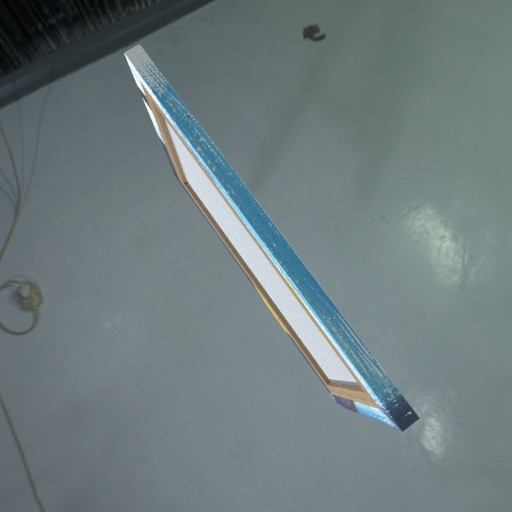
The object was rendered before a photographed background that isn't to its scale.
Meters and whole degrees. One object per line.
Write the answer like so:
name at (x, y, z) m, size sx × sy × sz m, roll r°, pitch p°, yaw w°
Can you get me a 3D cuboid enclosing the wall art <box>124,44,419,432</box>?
wall art at (0.000, 0.000, 1.137) m, size 0.039 × 0.610 × 0.914 m, roll -34°, pitch 78°, yaw -8°
